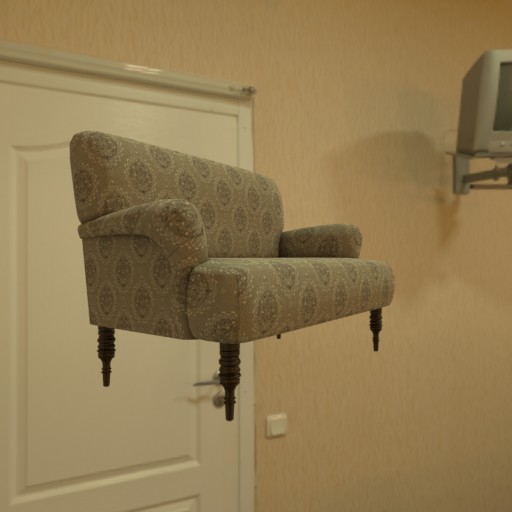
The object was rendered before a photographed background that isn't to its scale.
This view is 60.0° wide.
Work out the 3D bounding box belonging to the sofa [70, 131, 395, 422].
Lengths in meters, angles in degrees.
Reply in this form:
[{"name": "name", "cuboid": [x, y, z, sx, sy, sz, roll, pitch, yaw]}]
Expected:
[{"name": "sofa", "cuboid": [0.000, 0.000, 1.806, 0.779, 0.889, 1.297, 0, 0, 36]}]
